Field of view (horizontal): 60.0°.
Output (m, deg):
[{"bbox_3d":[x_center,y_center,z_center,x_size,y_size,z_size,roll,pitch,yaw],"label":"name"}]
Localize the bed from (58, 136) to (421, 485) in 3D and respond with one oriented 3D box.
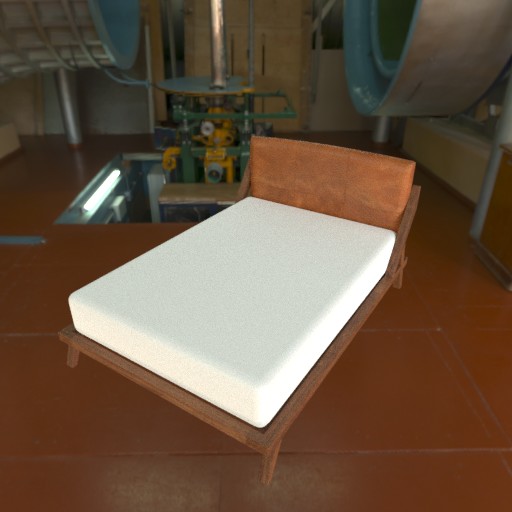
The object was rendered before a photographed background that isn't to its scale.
[{"bbox_3d":[0.000,0.000,3.270,1.651,1.168,2.311,17,33,29],"label":"bed"}]
